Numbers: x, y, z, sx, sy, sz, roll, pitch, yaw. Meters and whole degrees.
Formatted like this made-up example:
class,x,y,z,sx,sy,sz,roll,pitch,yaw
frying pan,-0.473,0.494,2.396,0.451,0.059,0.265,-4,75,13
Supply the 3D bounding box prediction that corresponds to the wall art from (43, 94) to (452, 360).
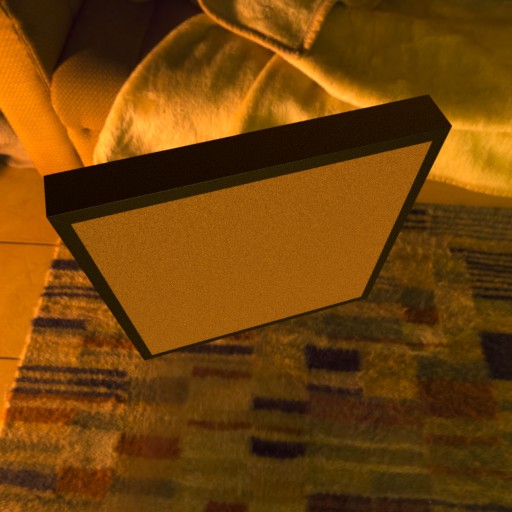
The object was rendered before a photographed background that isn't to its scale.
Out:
class,x,y,z,sx,sy,sz,roll,pitch,yaw
wall art,0.000,0.000,0.457,0.304,0.304,0.038,-14,60,-8
